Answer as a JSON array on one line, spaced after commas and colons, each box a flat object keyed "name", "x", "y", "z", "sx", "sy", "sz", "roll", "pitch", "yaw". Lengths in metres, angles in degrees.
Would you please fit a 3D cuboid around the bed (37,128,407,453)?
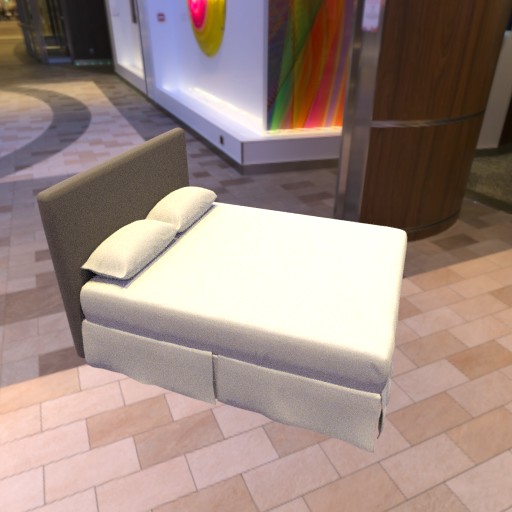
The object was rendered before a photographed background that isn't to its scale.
[{"name": "bed", "x": 0.000, "y": 0.000, "z": 3.233, "sx": 2.142, "sy": 1.330, "sz": 1.748, "roll": 10, "pitch": 31, "yaw": 17}]
